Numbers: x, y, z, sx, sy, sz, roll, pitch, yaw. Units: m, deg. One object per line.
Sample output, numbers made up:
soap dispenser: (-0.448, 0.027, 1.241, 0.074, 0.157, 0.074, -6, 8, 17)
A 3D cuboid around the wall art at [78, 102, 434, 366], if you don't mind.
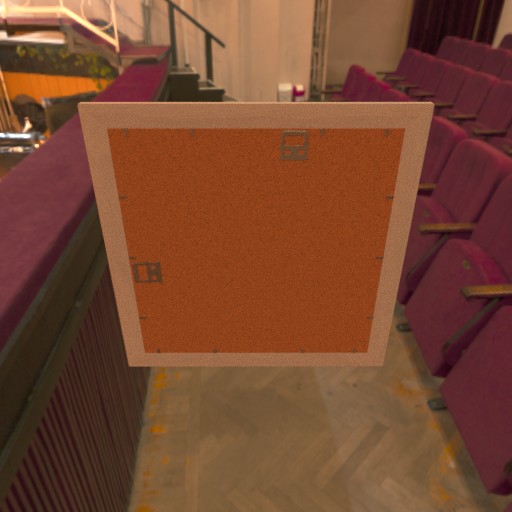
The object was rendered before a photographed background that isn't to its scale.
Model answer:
wall art: (0.000, 0.000, 0.877, 0.584, 0.584, 0.013, 0, 31, 0)
